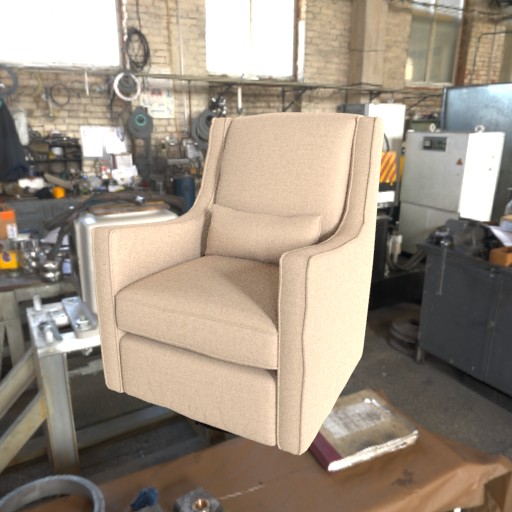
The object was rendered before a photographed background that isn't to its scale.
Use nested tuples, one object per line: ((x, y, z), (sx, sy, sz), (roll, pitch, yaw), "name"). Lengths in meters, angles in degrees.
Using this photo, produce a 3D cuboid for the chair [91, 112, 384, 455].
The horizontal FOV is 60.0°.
((0.000, 0.000, 1.583), (0.732, 0.993, 0.879), (8, 18, 26), "chair")
